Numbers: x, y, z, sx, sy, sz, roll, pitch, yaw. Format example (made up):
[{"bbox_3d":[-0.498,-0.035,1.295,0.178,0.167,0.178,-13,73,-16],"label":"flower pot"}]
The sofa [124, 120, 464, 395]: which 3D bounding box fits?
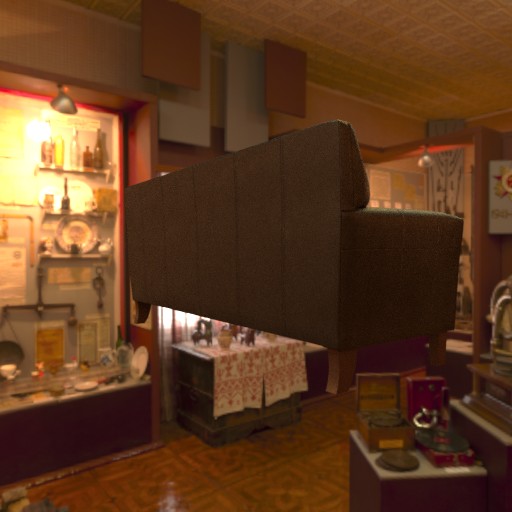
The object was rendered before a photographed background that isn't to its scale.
[{"bbox_3d":[0.000,0.000,2.520,0.805,0.947,2.053,0,1,-36],"label":"sofa"}]
